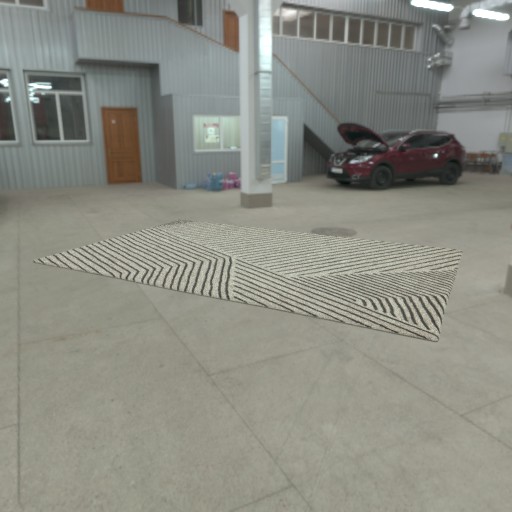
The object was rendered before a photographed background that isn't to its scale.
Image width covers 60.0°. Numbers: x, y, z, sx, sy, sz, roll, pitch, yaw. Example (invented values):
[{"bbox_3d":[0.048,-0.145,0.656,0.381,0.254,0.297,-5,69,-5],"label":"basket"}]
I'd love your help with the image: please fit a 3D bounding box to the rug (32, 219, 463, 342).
[{"bbox_3d":[0.000,0.000,2.923,2.406,0.023,1.539,8,18,26],"label":"rug"}]
